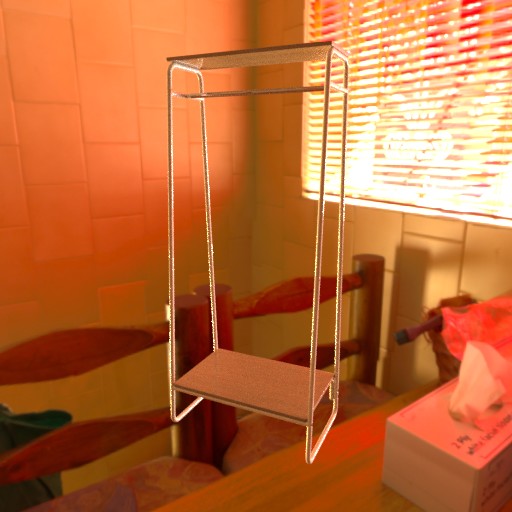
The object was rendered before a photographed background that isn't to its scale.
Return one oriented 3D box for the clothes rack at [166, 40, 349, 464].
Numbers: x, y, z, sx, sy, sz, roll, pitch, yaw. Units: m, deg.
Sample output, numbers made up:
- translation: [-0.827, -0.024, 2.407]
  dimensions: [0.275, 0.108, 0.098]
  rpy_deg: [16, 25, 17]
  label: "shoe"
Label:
- translation: [0.000, 0.000, 1.805]
  dimensions: [0.640, 1.512, 0.400]
  rpy_deg: [6, 15, 25]
  label: "clothes rack"
